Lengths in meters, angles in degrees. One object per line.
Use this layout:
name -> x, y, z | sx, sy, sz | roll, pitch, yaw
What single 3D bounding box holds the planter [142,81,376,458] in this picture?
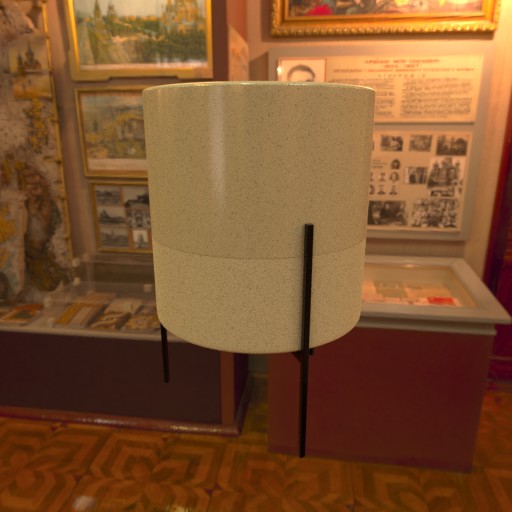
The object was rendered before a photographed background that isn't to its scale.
planter -> 0.000, 0.000, 0.680 | 0.323, 0.475, 0.314 | 3, 17, 10
